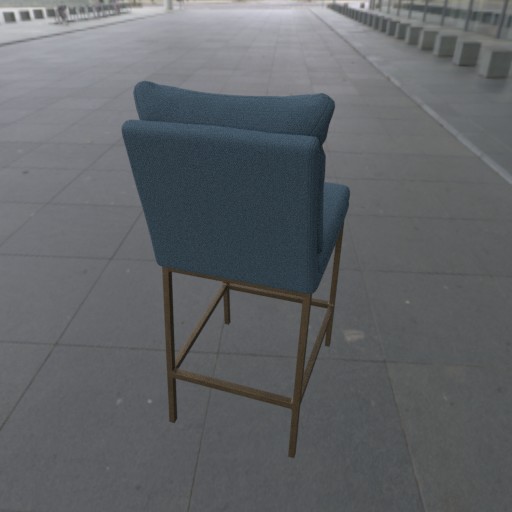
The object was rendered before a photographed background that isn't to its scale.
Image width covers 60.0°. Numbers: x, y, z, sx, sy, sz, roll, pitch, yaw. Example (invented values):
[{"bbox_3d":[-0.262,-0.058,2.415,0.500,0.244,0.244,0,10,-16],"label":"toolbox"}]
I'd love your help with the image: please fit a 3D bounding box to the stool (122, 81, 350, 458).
[{"bbox_3d":[0.000,0.000,1.335,0.463,1.032,0.568,10,32,16],"label":"stool"}]
